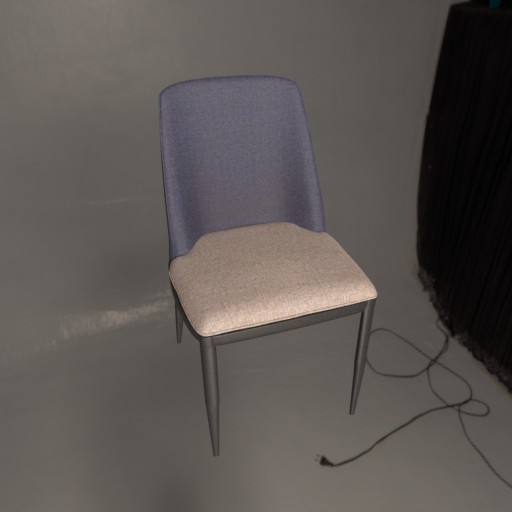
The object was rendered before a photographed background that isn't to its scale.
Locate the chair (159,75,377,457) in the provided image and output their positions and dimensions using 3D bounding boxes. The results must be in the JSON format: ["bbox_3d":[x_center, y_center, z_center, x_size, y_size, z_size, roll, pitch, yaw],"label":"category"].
[{"bbox_3d":[0.000,0.000,1.209,0.480,0.839,0.551,-10,33,-16],"label":"chair"}]
